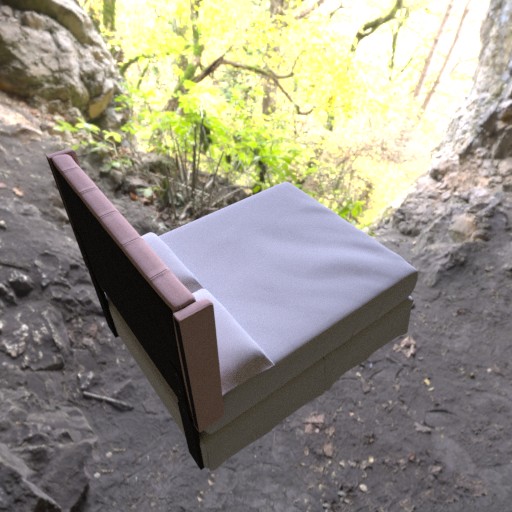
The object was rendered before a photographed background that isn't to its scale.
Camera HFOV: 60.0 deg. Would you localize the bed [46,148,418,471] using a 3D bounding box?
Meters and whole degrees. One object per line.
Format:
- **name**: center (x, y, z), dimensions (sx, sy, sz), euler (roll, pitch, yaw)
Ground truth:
- **bed**: center (0.000, 0.000, 3.315), dimensions (2.066, 1.665, 1.719), euler (-27, 49, -26)
